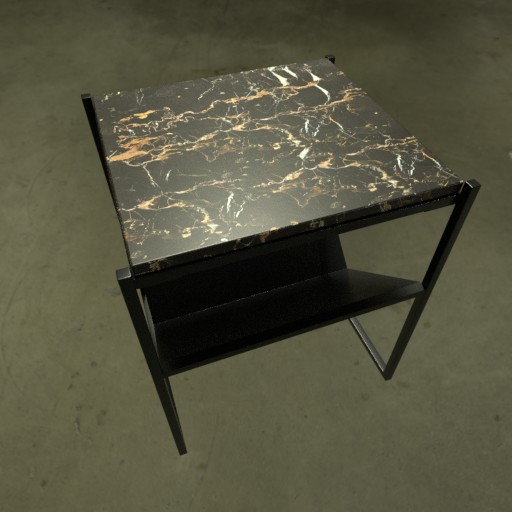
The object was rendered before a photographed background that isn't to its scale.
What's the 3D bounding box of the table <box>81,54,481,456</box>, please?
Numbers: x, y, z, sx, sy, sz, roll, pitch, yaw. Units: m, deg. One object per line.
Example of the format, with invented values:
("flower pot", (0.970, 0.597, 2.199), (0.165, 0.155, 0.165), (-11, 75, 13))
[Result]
("table", (0.000, 0.000, 0.855), (0.469, 0.534, 0.432), (-15, 49, -14))
